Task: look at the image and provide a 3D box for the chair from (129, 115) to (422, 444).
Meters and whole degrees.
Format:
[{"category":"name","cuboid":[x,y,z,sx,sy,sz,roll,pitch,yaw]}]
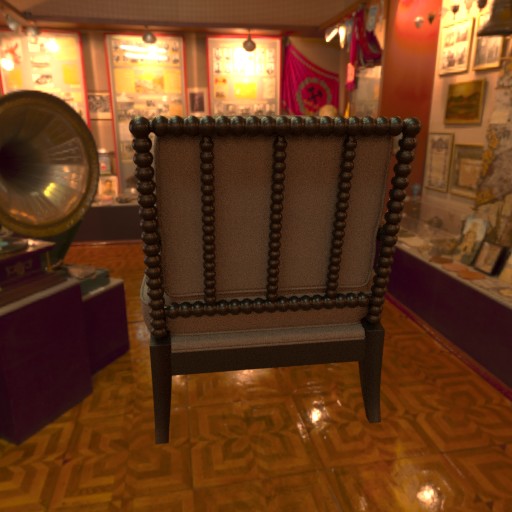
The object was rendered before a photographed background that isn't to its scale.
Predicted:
[{"category":"chair","cuboid":[0.000,0.000,1.105,0.540,0.661,0.622,-2,17,-8]}]
